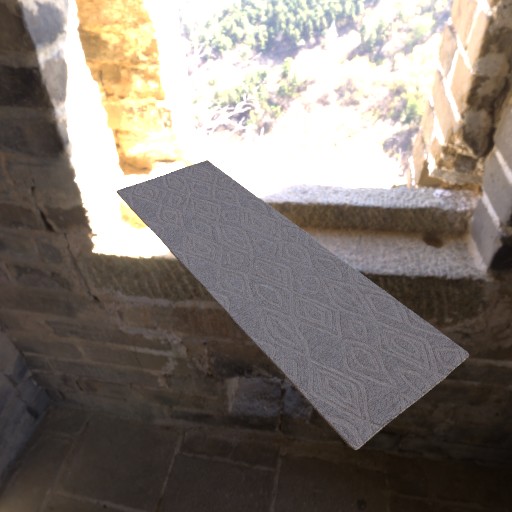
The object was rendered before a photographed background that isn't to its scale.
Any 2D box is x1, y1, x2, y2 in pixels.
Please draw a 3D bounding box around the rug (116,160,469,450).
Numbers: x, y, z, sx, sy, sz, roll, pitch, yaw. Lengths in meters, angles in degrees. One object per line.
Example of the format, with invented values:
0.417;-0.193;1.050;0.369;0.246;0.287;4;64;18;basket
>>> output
0.000;0.000;2.711;0.807;0.013;2.436;-26;47;-27;rug
